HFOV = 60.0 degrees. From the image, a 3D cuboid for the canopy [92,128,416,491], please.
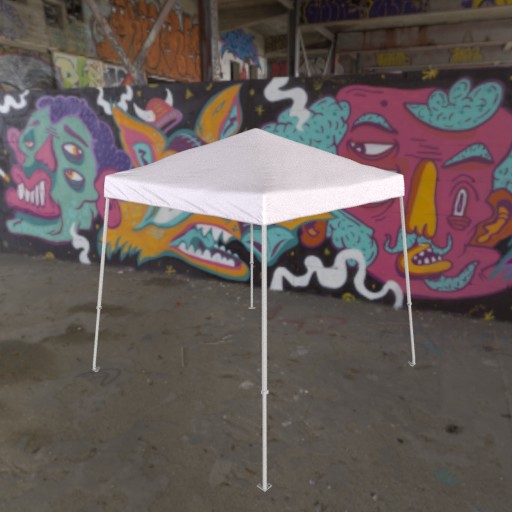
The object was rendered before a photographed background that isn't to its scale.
[{"bbox_3d":[0.000,0.000,5.145,2.850,2.850,2.849,14,20,41],"label":"canopy"}]
